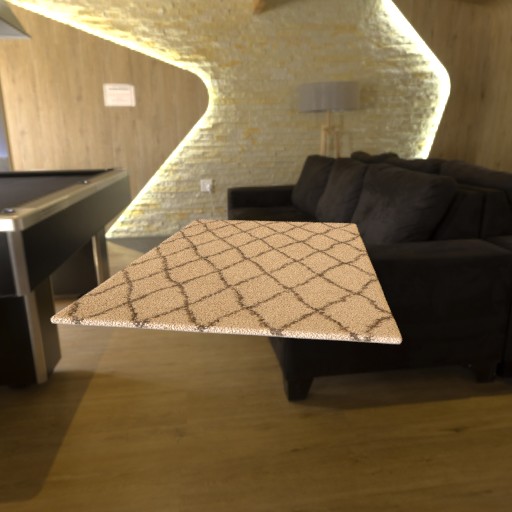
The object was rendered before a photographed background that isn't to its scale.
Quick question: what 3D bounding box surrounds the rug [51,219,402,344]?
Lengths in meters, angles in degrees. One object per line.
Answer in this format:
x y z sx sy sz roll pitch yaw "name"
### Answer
0.000 0.000 3.037 1.524 0.030 2.438 2 15 8 "rug"
